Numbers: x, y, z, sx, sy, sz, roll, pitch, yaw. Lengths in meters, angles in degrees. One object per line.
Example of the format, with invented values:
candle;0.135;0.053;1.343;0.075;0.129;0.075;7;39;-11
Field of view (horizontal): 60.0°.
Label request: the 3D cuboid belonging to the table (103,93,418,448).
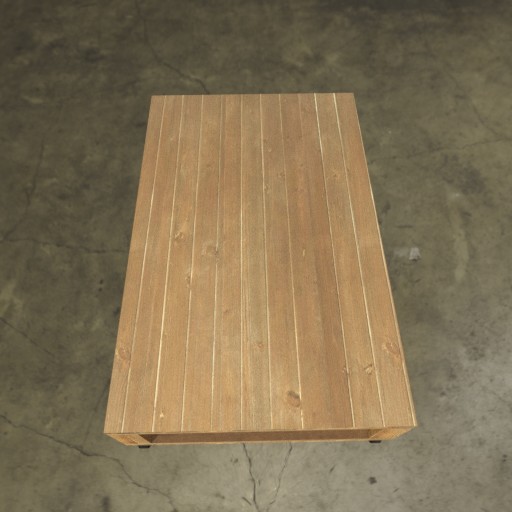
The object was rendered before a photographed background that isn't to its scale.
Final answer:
table;0.000;0.000;1.672;0.827;0.413;1.299;-1;60;-1
